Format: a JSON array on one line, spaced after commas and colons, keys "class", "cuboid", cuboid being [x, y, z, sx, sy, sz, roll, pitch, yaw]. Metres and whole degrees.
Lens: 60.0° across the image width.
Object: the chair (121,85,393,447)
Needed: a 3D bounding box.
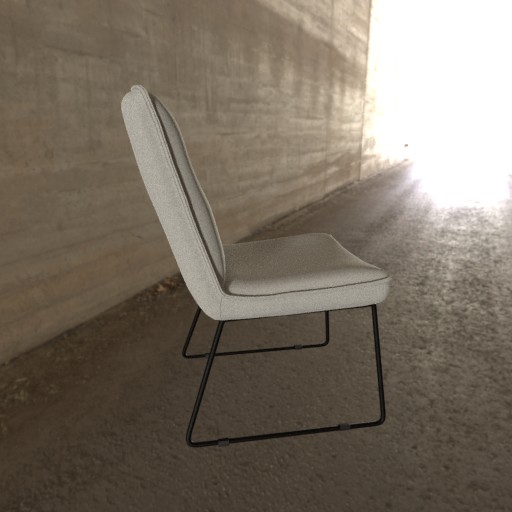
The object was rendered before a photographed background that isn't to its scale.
[{"class": "chair", "cuboid": [0.000, 0.000, 1.353, 0.688, 0.930, 0.515, -3, 16, -10]}]
